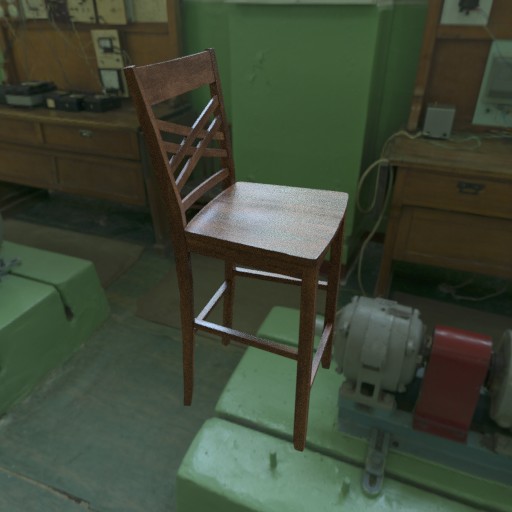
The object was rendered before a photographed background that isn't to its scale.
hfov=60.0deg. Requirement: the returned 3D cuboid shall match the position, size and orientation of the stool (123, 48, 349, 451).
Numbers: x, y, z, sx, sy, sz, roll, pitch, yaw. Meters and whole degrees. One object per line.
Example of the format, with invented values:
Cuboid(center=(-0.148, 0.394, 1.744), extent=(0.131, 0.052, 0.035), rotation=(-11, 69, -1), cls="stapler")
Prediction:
Cuboid(center=(0.000, 0.000, 1.354), extent=(0.487, 1.105, 0.433), rotation=(11, 32, 17), cls="stool")
